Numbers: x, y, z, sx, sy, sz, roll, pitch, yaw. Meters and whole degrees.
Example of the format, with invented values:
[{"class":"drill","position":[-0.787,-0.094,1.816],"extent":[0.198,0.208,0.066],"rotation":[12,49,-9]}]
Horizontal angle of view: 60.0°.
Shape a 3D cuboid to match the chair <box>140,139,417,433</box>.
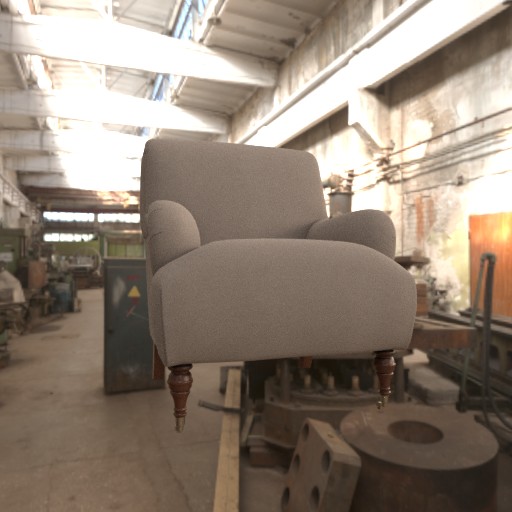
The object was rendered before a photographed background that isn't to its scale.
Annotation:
[{"class":"chair","position":[0.000,0.000,1.542],"extent":[0.766,0.942,0.842],"rotation":[0,-1,-18]}]
